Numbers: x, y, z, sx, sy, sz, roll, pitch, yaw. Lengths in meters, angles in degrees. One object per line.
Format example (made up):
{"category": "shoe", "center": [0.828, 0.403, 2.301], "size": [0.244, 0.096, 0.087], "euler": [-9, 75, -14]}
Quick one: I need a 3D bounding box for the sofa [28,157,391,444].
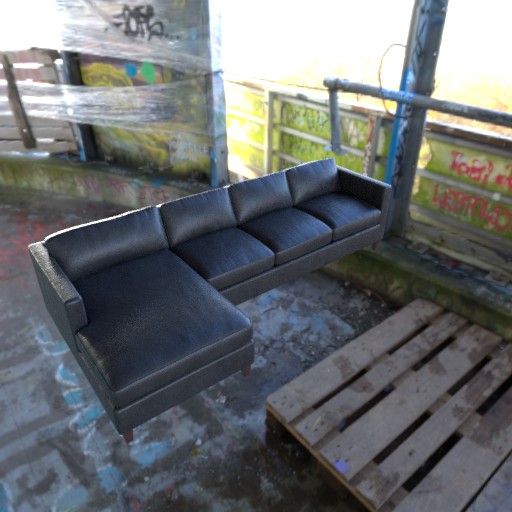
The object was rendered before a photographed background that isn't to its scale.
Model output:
{"category": "sofa", "center": [0.000, 0.000, 3.828], "size": [3.203, 0.883, 1.581], "euler": [-21, 37, -31]}
